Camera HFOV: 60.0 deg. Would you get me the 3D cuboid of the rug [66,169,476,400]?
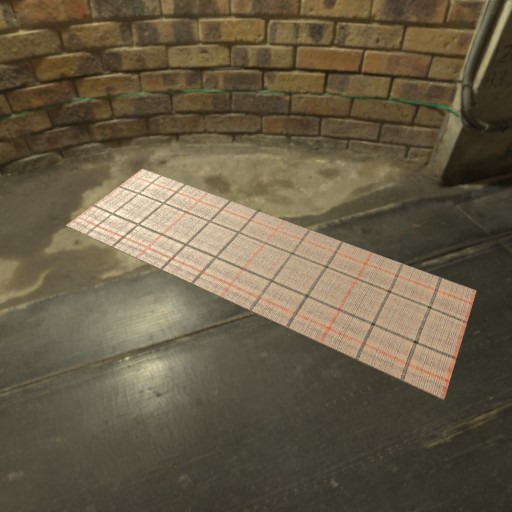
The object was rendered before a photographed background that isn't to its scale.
[{"bbox_3d":[0.000,0.000,2.705,2.439,0.008,0.762,22,49,21],"label":"rug"}]
